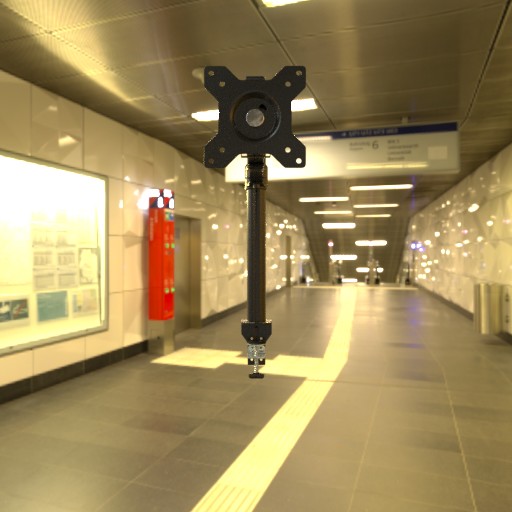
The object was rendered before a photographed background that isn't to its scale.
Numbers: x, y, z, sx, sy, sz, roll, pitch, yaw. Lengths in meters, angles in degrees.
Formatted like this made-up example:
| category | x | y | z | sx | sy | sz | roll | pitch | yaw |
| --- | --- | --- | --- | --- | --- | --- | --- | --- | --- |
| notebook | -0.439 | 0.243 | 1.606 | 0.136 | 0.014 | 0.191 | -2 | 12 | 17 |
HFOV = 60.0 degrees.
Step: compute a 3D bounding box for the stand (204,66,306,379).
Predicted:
| category | x | y | z | sx | sy | sz | roll | pitch | yaw |
| --- | --- | --- | --- | --- | --- | --- | --- | --- | --- |
| stand | 0.000 | 0.000 | 0.727 | 0.115 | 0.510 | 0.456 | 0 | 0 | 0 |
